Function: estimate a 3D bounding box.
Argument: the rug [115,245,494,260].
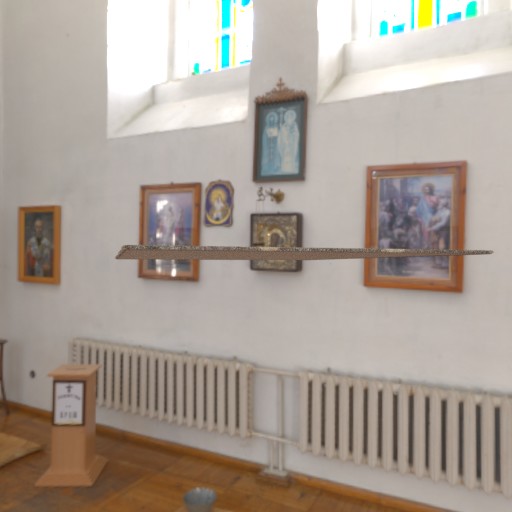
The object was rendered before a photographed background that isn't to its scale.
[{"bbox_3d":[0.000,0.000,4.009,2.399,0.026,3.000,0,-1,-18],"label":"rug"}]
